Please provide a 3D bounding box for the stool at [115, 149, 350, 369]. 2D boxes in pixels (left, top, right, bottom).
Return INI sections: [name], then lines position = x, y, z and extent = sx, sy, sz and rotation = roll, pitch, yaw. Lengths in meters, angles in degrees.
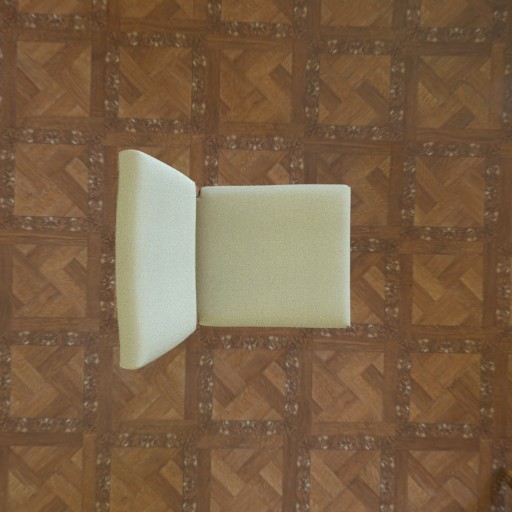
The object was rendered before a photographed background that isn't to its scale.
[stool]
position = 0.000, 0.000, 1.457
extent = 0.584, 1.168, 0.445
rotation = 0, 91, -1
